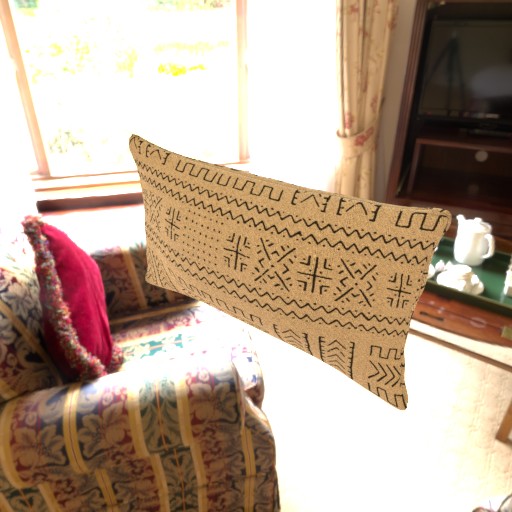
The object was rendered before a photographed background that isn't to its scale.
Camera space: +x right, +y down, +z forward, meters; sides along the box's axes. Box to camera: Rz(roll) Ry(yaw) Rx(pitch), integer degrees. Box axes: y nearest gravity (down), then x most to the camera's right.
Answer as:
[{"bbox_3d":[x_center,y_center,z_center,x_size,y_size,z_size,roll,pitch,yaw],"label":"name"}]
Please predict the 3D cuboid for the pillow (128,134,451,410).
[{"bbox_3d":[0.000,0.000,0.812,0.637,0.352,0.188,21,36,32],"label":"pillow"}]
